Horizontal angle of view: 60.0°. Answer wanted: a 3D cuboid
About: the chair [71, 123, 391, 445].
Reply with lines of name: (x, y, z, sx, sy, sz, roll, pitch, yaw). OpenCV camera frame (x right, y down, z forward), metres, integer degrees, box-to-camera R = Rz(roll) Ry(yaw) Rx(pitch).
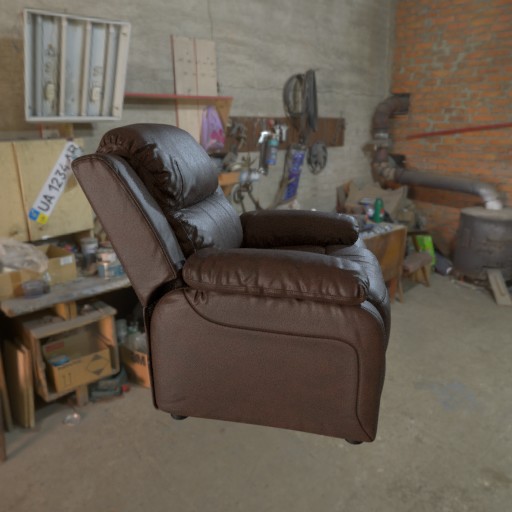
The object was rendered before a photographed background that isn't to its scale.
chair: (0.000, 0.000, 1.220, 0.707, 0.702, 0.680, 3, 16, 10)
